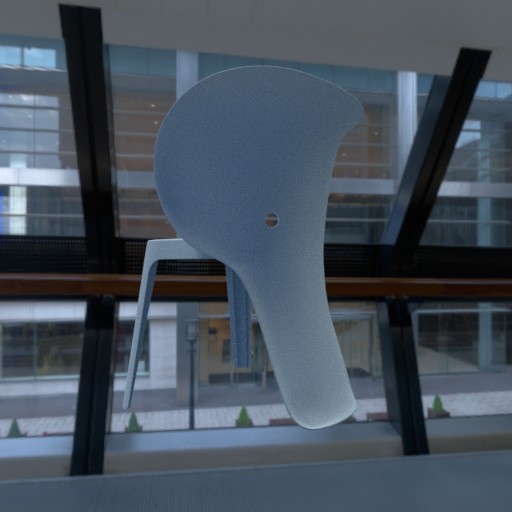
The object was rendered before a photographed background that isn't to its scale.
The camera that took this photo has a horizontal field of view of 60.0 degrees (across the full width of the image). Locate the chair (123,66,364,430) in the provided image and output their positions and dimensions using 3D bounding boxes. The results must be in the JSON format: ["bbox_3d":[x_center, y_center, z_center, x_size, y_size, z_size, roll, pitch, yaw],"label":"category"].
[{"bbox_3d":[0.000,0.000,0.865,0.402,0.554,0.451,0,-1,35],"label":"chair"}]
